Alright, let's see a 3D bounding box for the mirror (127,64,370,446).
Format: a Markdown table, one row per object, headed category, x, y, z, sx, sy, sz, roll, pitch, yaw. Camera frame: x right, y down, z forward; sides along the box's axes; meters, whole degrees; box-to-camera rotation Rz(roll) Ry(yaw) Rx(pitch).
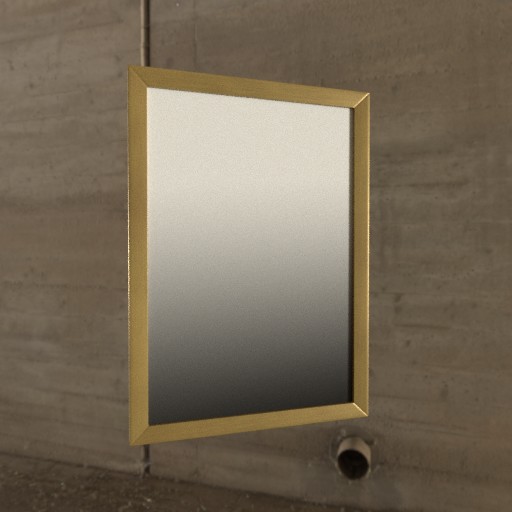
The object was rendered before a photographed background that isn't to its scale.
| category | x | y | z | sx | sy | sz | roll | pitch | yaw |
| --- | --- | --- | --- | --- | --- | --- | --- | --- | --- |
| mirror | 0.000 | 0.000 | 0.917 | 0.507 | 0.710 | 0.040 | 0 | 1 | -17 |
